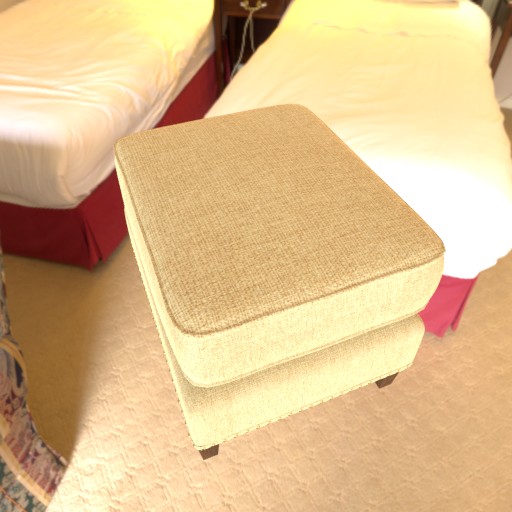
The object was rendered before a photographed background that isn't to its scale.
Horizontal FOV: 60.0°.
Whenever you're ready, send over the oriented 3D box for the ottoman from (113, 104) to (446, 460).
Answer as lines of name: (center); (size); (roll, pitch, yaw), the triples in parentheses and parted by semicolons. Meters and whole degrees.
ottoman: (0.000, 0.000, 1.168); (0.589, 0.537, 0.738); (-16, 47, -15)
